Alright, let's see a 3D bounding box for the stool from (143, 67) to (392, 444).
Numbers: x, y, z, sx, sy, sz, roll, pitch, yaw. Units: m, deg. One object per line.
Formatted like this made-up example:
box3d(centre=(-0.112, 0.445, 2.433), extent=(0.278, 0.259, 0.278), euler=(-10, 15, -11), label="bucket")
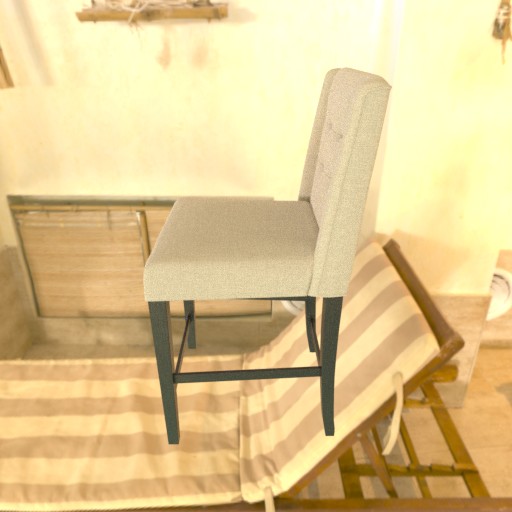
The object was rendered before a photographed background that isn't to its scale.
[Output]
box3d(centre=(0.000, 0.000, 1.215), extent=(0.509, 0.939, 0.474), euler=(0, 26, 0), label="stool")
